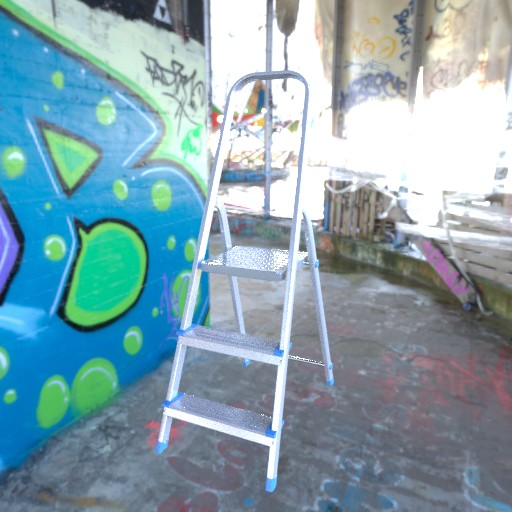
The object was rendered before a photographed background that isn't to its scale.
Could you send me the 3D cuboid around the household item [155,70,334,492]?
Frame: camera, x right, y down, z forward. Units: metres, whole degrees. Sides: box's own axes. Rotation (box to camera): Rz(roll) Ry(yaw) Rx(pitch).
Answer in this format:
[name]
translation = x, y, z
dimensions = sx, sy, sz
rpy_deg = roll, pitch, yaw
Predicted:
[household item]
translation = 0.000, 0.000, 1.523
dimensions = 0.420, 1.215, 0.687
rpy_deg = 6, 16, 24
